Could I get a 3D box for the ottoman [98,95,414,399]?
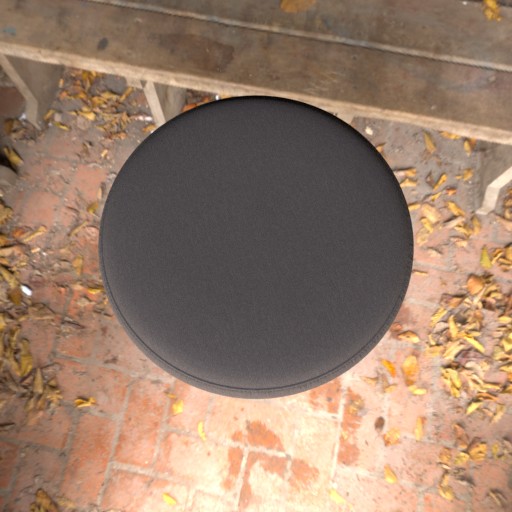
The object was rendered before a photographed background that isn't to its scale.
[{"bbox_3d":[0.000,0.000,1.006,0.608,0.433,0.608,0,74,0],"label":"ottoman"}]
